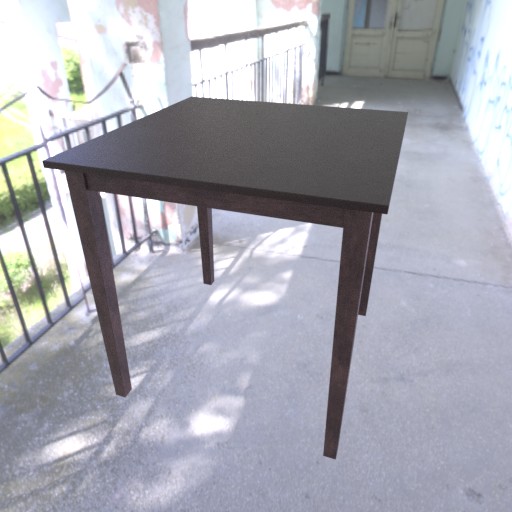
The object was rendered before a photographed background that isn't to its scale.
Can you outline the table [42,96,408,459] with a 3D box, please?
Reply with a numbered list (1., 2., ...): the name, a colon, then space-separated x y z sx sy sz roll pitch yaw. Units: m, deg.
1. table: 0.000 0.000 1.381 0.749 0.770 0.749 10 32 16
